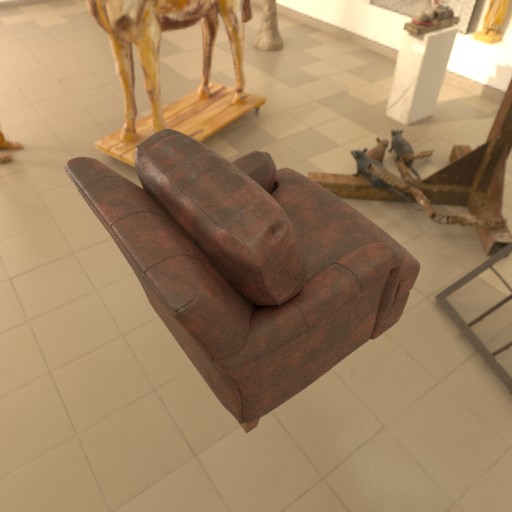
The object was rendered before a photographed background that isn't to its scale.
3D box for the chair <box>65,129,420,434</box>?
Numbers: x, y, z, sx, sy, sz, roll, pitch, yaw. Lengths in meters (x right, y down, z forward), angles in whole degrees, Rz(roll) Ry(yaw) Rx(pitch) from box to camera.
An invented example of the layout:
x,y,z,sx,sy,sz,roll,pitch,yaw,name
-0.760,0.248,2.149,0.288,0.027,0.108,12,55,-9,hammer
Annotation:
x,y,z,sx,sy,sz,roll,pitch,yaw,name
0.000,0.000,1.957,1.156,1.051,0.987,-27,50,-25,chair
